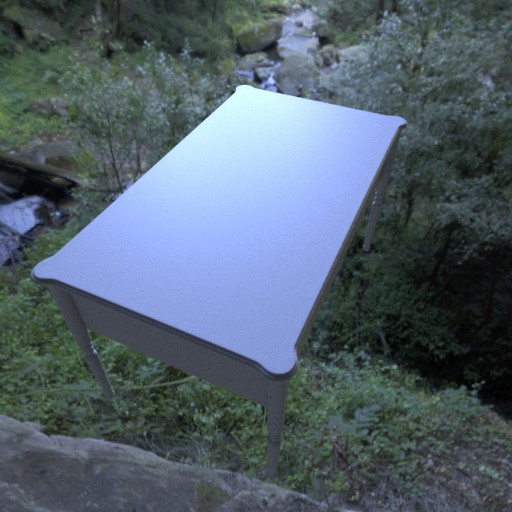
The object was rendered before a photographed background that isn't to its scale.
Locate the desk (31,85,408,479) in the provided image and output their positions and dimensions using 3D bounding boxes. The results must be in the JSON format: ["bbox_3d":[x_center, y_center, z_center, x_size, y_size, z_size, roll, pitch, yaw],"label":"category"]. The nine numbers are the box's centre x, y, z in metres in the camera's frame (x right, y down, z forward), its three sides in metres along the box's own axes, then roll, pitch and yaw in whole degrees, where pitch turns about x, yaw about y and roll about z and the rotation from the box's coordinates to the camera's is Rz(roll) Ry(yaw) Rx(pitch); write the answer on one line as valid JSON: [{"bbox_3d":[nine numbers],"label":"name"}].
[{"bbox_3d":[0.000,0.000,1.834,0.807,0.762,1.380,18,48,17],"label":"desk"}]
